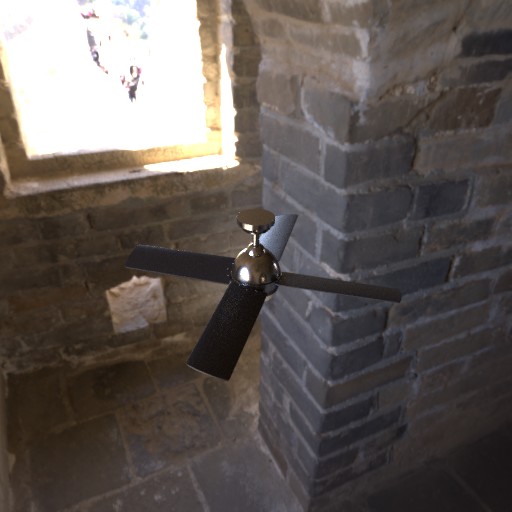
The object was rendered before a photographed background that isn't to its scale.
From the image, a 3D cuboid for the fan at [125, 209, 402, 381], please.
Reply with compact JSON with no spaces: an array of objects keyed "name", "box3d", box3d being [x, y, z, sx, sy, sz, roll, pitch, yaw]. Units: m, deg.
[{"name":"fan","box3d":[0.000,0.000,2.056,1.332,0.403,1.332,8,32,13]}]
